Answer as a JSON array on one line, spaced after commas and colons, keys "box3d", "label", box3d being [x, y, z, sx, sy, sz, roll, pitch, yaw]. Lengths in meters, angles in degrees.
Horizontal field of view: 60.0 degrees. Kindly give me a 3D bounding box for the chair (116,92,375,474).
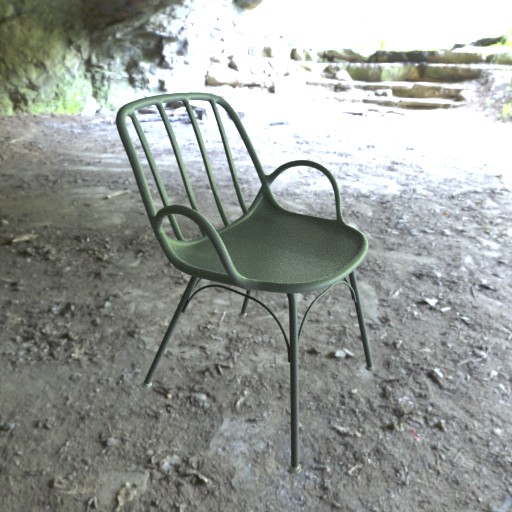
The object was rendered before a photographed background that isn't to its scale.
[{"box3d": [0.000, 0.000, 1.225, 0.597, 0.816, 0.549, 17, 30, 32], "label": "chair"}]
